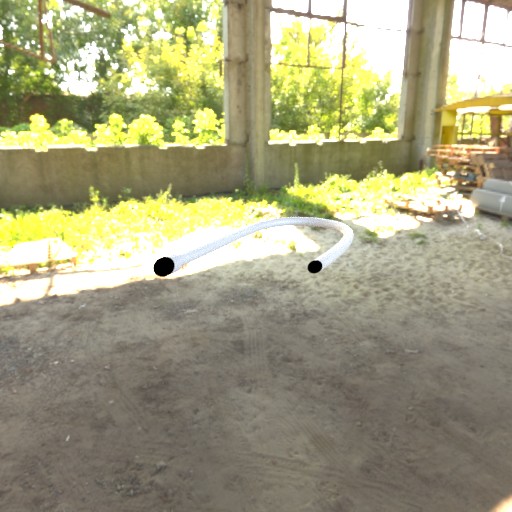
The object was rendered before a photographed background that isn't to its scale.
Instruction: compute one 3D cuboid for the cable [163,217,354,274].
[{"bbox_3d":[0.000,0.000,0.109,0.040,0.006,0.098,7,17,25],"label":"cable"}]
